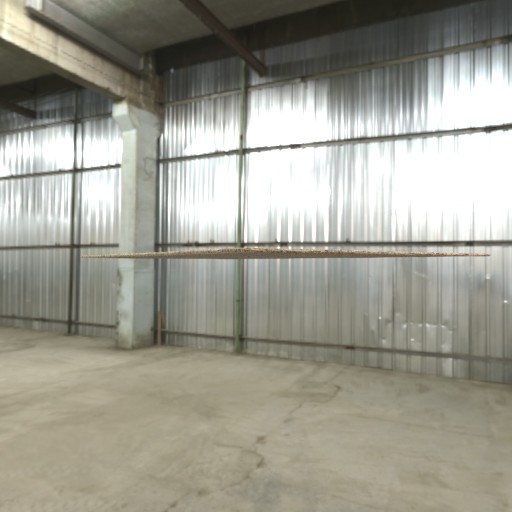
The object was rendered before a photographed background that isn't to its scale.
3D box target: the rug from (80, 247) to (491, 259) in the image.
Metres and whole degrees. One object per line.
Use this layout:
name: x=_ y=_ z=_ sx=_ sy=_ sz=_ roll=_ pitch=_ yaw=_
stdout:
rug: x=0.000 y=0.000 z=4.210 sx=2.414 sy=0.036 sz=3.199 roll=1 pitch=-1 yaw=-35
